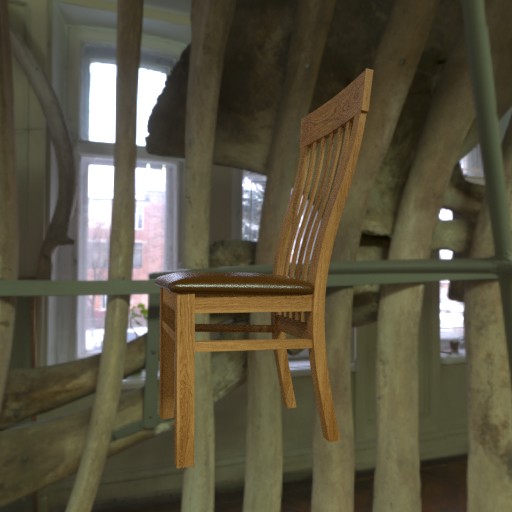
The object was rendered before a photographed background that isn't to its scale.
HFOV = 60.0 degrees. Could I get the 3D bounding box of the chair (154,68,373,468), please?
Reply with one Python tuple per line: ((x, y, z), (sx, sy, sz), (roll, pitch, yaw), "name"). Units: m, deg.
((0.000, 0.000, 1.371), (0.580, 1.050, 0.450), (0, -1, -18), "chair")
